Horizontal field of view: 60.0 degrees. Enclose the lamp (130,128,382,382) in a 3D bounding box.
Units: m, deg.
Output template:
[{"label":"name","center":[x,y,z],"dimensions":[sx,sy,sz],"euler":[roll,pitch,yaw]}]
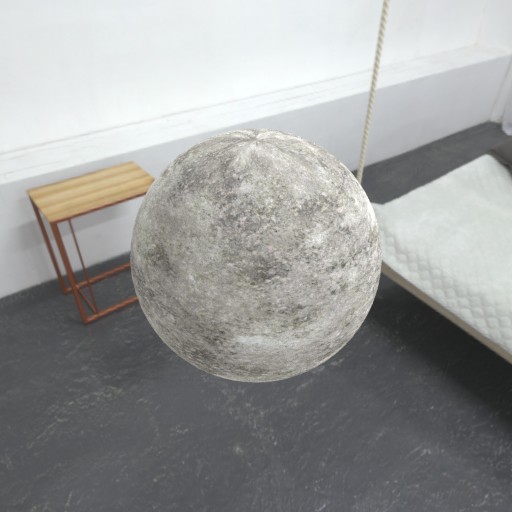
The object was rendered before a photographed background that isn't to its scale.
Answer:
[{"label":"lamp","center":[0.000,0.000,0.773],"dimensions":[0.422,0.429,0.422],"euler":[0,39,0]}]
